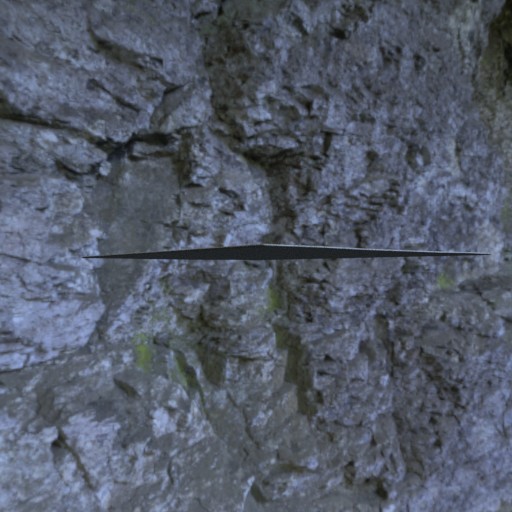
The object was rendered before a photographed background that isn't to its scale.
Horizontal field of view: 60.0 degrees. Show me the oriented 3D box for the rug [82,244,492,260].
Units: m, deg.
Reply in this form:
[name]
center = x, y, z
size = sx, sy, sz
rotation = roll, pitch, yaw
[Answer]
[rug]
center = 0.000, 0.000, 5.040
size = 2.782, 0.025, 3.935
rotation = 1, -2, -36
